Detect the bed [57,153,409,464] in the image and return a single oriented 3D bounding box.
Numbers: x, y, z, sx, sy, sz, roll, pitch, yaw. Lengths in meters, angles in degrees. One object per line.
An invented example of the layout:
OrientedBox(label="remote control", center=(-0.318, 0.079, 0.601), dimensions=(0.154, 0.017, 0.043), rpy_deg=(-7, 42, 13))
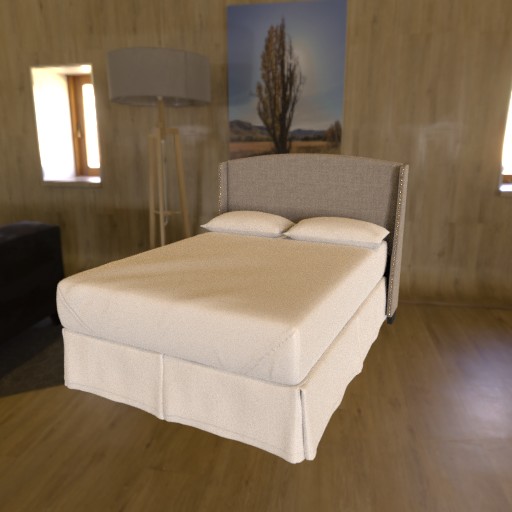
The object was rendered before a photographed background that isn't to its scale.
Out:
OrientedBox(label="bed", center=(0.000, 0.000, 3.202), dimensions=(1.710, 1.407, 2.237), rpy_deg=(7, 16, 26))
